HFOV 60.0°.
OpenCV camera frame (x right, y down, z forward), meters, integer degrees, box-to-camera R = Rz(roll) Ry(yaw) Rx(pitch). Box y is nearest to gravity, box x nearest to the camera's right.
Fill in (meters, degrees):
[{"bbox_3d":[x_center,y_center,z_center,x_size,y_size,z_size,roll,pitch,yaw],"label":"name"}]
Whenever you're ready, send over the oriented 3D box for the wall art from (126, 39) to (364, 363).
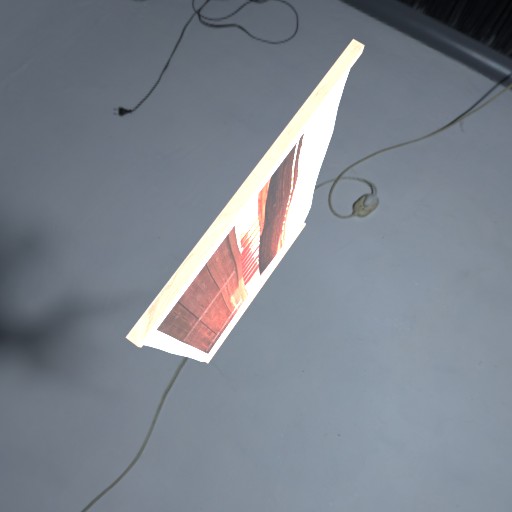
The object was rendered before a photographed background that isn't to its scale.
[{"bbox_3d":[0.000,0.000,0.619,0.012,0.508,0.332,34,78,9],"label":"wall art"}]
